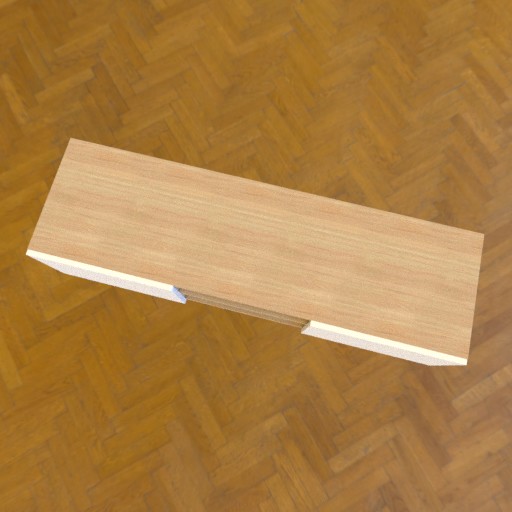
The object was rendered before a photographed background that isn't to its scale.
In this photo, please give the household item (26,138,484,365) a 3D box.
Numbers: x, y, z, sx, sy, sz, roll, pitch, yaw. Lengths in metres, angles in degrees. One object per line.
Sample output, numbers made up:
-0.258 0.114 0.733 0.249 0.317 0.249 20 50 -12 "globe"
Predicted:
0.000 0.000 1.559 1.400 0.310 0.420 14 76 3 "household item"
